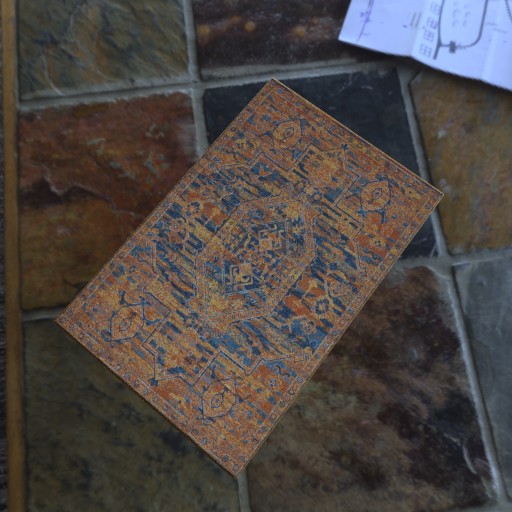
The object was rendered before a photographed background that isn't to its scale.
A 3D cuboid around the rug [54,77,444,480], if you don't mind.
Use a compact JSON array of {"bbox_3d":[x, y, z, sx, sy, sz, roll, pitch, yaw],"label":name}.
[{"bbox_3d":[0.000,0.000,2.255,1.148,0.013,1.758,37,79,9],"label":"rug"}]
